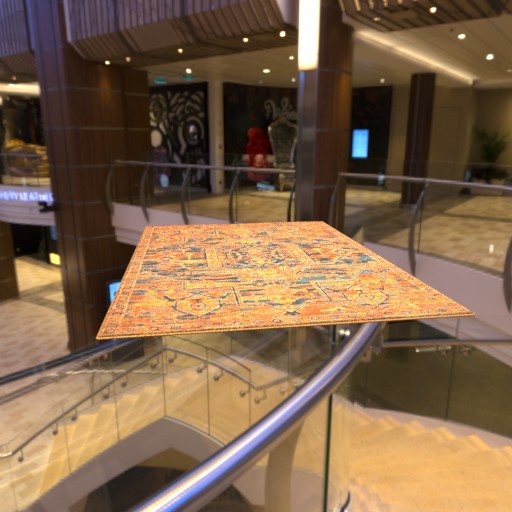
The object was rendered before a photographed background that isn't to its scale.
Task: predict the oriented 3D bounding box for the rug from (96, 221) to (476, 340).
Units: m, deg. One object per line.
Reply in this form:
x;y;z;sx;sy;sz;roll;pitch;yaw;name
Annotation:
0.000;0.000;3.713;2.043;0.019;2.916;-2;15;-8;rug
